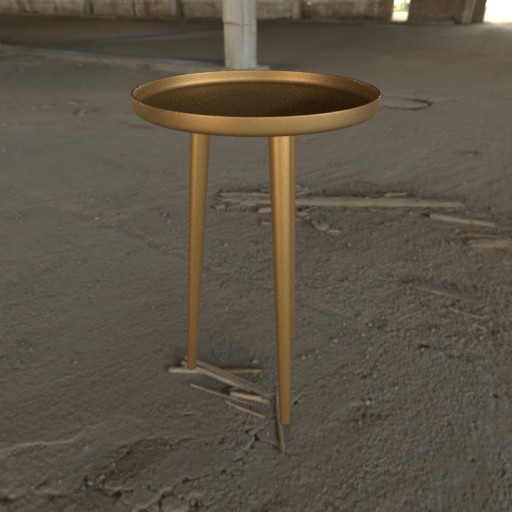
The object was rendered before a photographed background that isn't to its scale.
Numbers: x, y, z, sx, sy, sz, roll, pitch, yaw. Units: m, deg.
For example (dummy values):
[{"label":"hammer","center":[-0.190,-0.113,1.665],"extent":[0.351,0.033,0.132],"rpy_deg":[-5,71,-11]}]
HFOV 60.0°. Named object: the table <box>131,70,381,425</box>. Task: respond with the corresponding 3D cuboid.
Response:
[{"label":"table","center":[0.000,0.000,0.667],"extent":[0.299,0.480,0.299],"rpy_deg":[19,35,28]}]
